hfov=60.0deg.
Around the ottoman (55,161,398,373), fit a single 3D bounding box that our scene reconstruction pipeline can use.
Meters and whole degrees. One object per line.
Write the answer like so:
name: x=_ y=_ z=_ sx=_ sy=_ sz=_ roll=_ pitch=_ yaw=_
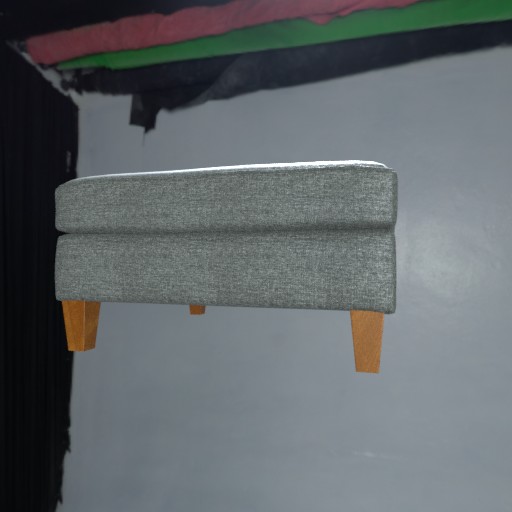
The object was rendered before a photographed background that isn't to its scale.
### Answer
ottoman: x=0.000 y=0.000 z=1.387 sx=0.838 sy=0.481 sz=0.838 roll=0 pitch=0 yaw=17
